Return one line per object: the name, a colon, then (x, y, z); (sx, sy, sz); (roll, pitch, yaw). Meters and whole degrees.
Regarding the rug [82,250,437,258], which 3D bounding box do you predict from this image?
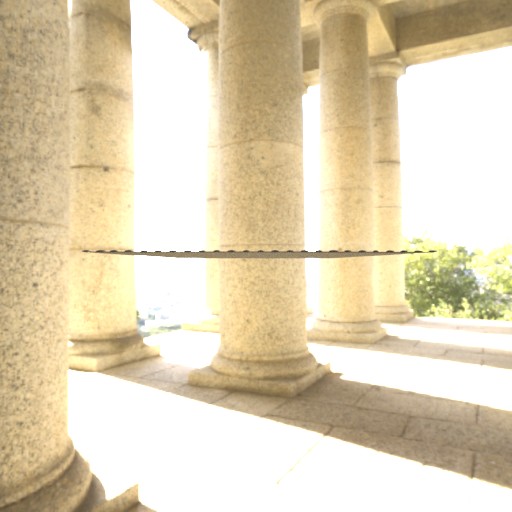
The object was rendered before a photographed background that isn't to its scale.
rug: (0.000, 0.000, 2.587); (1.248, 0.009, 2.108); (0, -1, -1)
